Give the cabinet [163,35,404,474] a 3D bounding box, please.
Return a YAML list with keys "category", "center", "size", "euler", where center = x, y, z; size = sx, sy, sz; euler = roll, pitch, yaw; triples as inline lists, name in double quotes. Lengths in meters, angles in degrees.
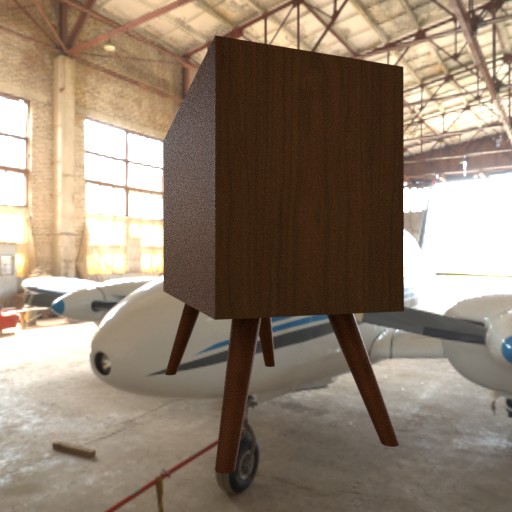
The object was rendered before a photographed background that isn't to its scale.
- category: "cabinet"
  center: [0.000, 0.000, 1.151]
  size: [0.388, 0.748, 0.712]
  euler: [0, 0, -19]
